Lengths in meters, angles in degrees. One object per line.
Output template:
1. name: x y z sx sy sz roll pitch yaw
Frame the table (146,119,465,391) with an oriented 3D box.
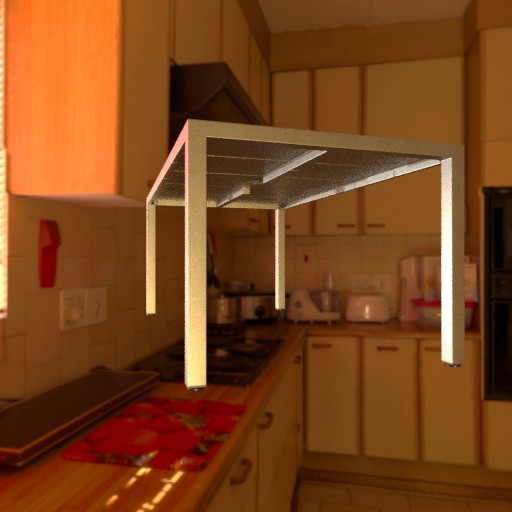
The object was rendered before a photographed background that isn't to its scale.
1. table: 0.000 0.000 2.124 0.914 0.735 1.680 0 0 -18
